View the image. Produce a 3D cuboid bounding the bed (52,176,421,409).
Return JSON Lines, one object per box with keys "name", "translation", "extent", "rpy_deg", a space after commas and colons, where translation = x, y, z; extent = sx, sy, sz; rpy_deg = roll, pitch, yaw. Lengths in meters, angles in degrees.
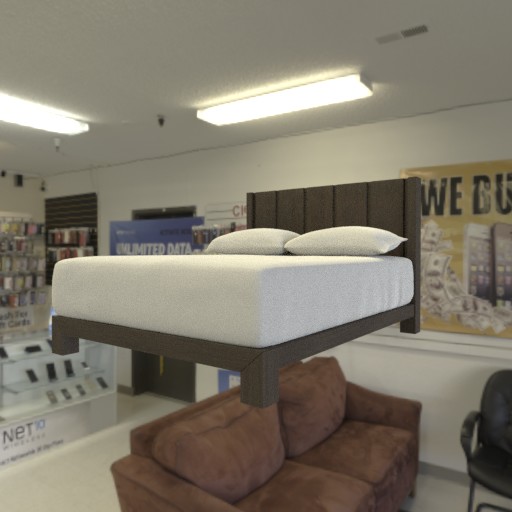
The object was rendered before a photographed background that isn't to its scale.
{"name": "bed", "translation": [0.000, 0.000, 3.281], "extent": [1.727, 1.270, 2.242], "rpy_deg": [1, 1, 37]}
